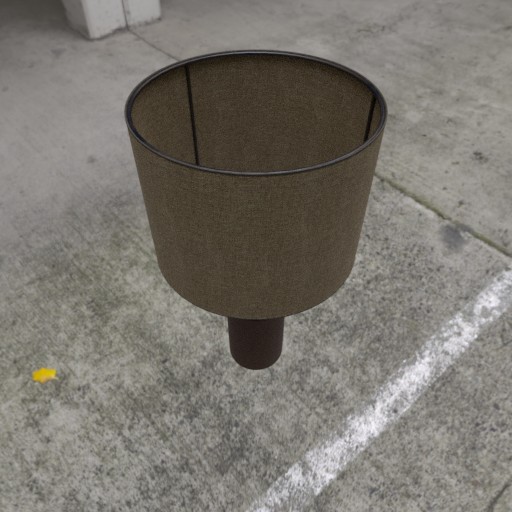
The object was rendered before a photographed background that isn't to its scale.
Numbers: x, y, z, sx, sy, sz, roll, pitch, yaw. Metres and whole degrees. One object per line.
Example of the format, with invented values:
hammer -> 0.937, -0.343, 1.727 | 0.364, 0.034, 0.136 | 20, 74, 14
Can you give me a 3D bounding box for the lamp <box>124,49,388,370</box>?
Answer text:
lamp -> 0.000, 0.000, 0.471 | 0.202, 0.350, 0.202 | 0, 45, 0
